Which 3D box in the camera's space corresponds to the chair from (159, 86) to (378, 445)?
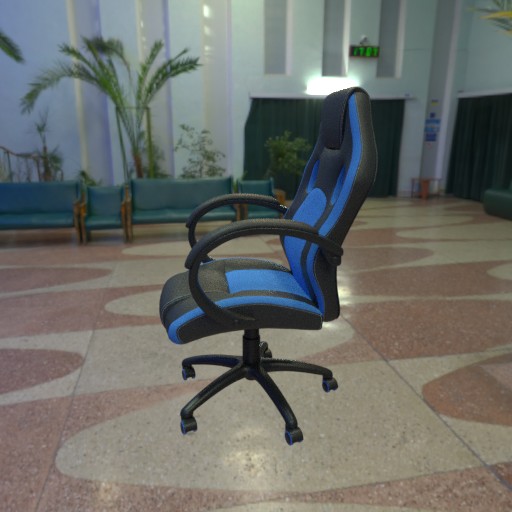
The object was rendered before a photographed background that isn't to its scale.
[{"bbox_3d":[0.000,0.000,1.659,0.724,1.187,0.673,-2,16,-8],"label":"chair"}]
